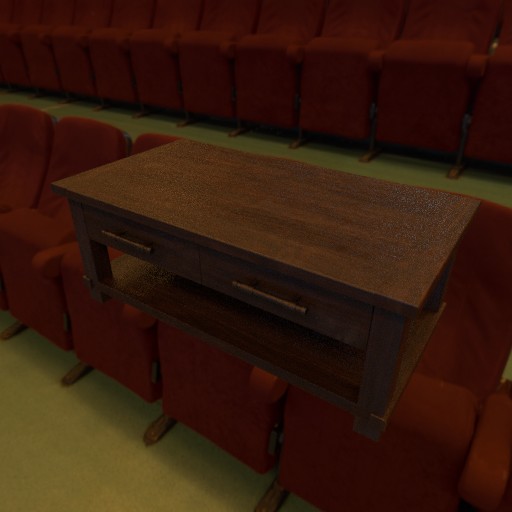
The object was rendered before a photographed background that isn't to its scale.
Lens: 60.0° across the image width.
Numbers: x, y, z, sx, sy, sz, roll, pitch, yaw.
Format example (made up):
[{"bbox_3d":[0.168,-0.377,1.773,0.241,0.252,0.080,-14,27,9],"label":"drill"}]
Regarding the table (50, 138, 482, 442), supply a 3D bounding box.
[{"bbox_3d":[0.000,0.000,1.590,1.270,0.494,0.700,19,35,29],"label":"table"}]
